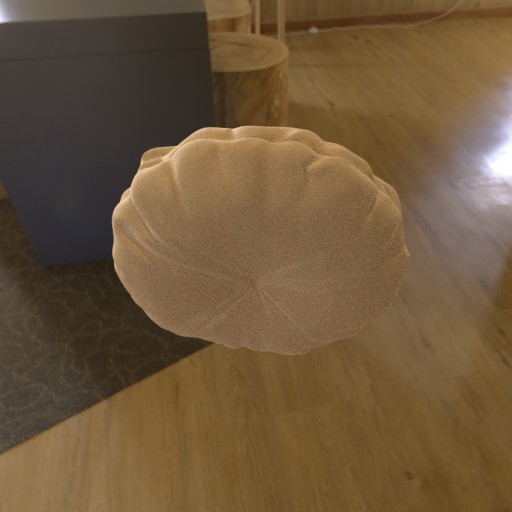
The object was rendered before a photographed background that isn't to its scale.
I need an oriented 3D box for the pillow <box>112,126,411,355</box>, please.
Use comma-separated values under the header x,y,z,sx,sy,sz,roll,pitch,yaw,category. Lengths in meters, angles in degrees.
x,y,z,sx,sy,sz,roll,pitch,yaw,category
0.000,0.000,0.648,0.428,0.407,0.148,4,46,3,pillow
